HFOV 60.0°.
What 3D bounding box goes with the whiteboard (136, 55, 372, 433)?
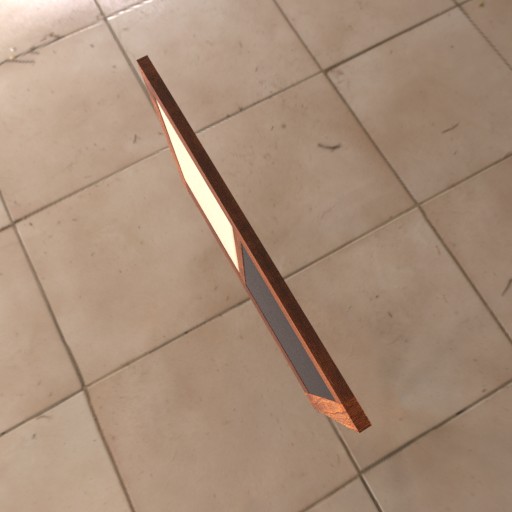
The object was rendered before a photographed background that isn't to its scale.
[{"bbox_3d":[0.000,0.000,1.030,0.083,0.553,0.768,-29,77,-8],"label":"whiteboard"}]
